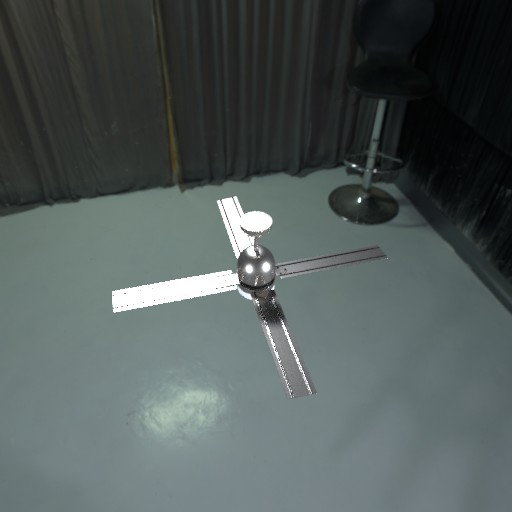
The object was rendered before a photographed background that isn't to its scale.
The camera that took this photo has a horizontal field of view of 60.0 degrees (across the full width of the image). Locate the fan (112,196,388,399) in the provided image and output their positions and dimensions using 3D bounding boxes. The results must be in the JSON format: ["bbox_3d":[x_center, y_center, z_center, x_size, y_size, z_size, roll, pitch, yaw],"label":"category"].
[{"bbox_3d":[0.000,0.000,2.059,1.346,0.406,1.346,-11,43,-12],"label":"fan"}]
